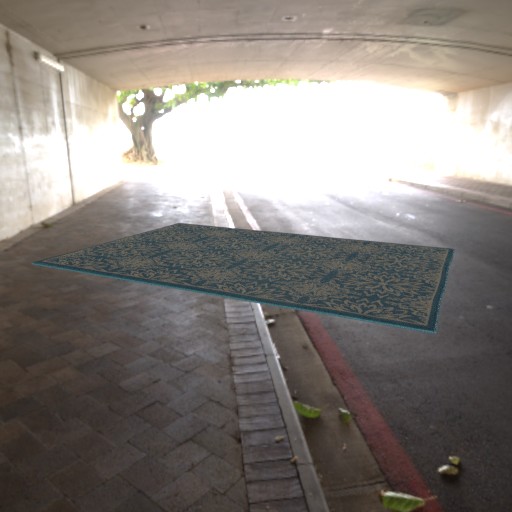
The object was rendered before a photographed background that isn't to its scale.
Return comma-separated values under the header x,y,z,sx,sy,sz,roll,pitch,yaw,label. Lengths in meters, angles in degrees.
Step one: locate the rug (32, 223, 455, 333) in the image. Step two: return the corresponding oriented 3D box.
x,y,z,sx,sy,sz,roll,pitch,yaw,label
0.000,0.000,2.288,1.833,0.012,1.211,7,16,25,rug
